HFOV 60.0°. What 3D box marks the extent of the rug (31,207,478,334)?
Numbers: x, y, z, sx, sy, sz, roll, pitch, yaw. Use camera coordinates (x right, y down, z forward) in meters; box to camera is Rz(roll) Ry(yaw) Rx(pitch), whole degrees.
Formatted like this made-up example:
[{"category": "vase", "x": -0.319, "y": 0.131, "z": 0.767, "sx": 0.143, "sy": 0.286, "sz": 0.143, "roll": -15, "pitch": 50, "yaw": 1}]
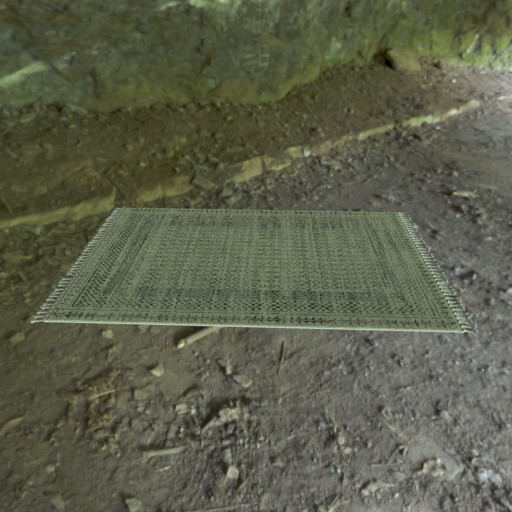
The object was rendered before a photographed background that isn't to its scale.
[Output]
[{"category": "rug", "x": 0.000, "y": 0.000, "z": 3.082, "sx": 2.486, "sy": 0.013, "sz": 1.548, "roll": 1, "pitch": 31, "yaw": 2}]
